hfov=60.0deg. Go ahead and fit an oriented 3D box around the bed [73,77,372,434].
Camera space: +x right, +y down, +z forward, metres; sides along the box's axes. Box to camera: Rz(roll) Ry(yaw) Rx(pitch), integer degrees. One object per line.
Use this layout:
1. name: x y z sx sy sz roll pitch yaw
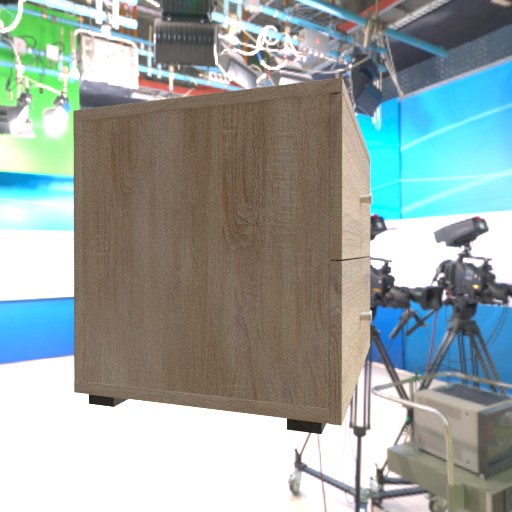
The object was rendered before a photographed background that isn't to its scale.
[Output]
1. bed: 0.000 0.000 0.791 0.401 0.420 0.460 0 1 18
